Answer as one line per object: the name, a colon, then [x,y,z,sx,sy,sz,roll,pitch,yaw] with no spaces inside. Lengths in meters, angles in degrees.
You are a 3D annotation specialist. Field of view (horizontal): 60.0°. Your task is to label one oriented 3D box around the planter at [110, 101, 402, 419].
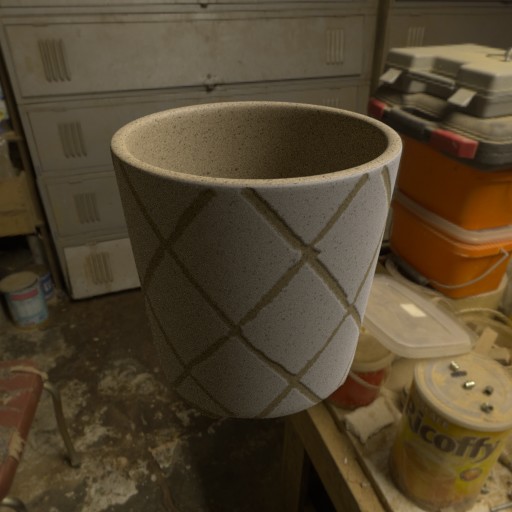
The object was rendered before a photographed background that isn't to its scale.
planter: [0.000,0.000,0.417,0.228,0.235,0.228,0,31,0]
